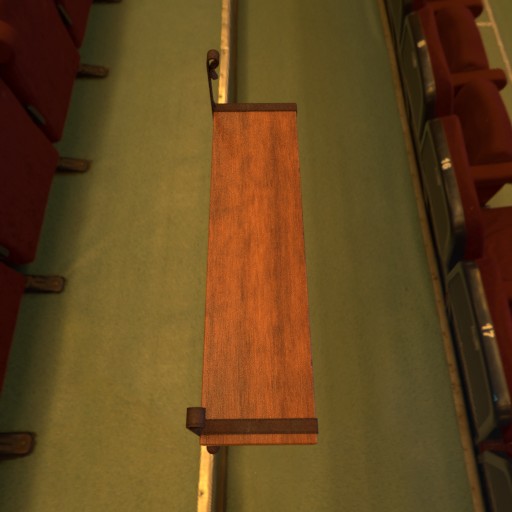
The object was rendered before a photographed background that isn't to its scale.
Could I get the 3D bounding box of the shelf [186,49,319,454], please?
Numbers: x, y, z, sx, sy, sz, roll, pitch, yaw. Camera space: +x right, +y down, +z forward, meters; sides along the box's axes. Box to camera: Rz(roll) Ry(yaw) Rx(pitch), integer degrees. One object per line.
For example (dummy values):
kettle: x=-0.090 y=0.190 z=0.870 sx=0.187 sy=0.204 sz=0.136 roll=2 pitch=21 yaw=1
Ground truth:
shelf: x=0.000 y=0.000 z=0.698 sx=0.146 sy=0.330 sz=0.567 roll=0 pitch=64 yaw=0
